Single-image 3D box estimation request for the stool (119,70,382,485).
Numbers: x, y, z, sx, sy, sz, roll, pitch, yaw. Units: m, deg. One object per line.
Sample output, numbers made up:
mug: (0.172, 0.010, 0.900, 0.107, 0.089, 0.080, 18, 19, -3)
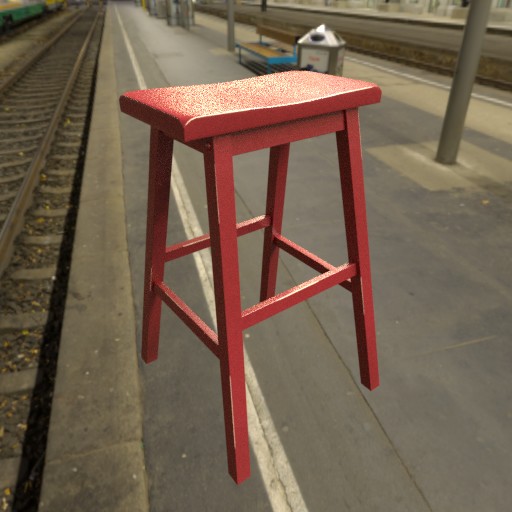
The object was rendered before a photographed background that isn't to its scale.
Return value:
stool: (0.000, 0.000, 1.024, 0.457, 0.737, 0.476, -21, 37, -31)
